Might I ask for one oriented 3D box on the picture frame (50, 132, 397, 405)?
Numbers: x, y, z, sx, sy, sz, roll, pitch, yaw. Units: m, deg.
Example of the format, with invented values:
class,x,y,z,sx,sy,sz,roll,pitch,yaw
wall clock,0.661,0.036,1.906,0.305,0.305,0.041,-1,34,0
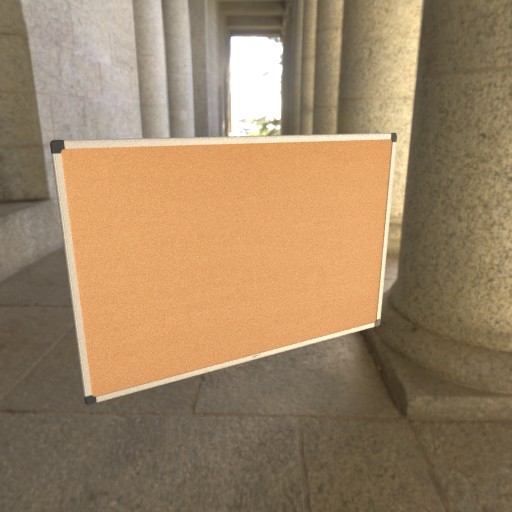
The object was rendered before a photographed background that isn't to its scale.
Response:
class,x,y,z,sx,sy,sz,roll,pitch,yaw
picture frame,0.000,0.000,1.144,0.900,0.600,0.010,-9,20,-26
